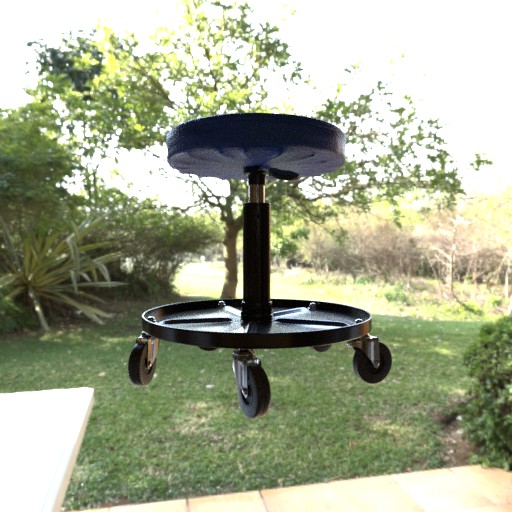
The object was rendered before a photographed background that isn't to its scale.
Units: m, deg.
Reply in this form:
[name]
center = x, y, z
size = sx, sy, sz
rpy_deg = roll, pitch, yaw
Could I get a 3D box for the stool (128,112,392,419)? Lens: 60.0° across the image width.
[stool]
center = 0.000, 0.000, 0.680
size = 0.381, 0.365, 0.382
rpy_deg = 0, 1, -18
